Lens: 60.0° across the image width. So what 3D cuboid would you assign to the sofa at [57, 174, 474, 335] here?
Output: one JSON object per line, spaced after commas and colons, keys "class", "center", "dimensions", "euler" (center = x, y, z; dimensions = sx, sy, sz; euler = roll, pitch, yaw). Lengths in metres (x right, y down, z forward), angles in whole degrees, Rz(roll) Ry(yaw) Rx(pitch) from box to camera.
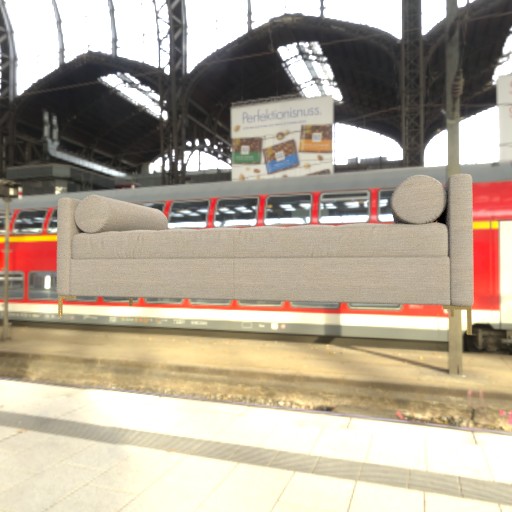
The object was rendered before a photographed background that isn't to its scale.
{"class": "sofa", "center": [0.000, 0.000, 2.329], "dimensions": [1.981, 0.635, 0.686], "euler": [0, -1, 18]}
